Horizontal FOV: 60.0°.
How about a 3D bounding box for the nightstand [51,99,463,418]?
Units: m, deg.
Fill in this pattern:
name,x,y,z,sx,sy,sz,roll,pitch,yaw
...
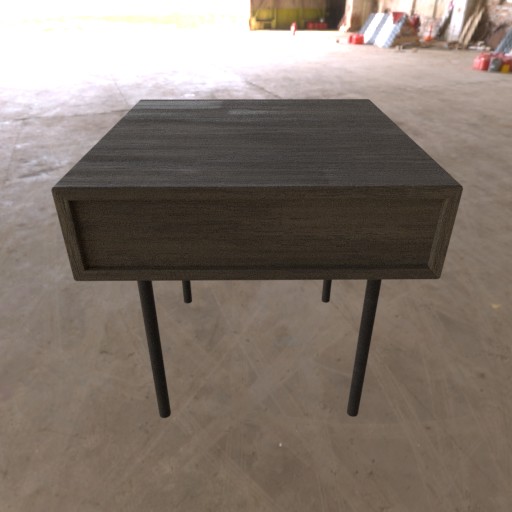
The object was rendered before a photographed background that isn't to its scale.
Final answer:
name,x,y,z,sx,sy,sz,roll,pitch,yaw
nightstand,0.000,0.000,0.879,0.502,0.497,0.503,0,31,0
